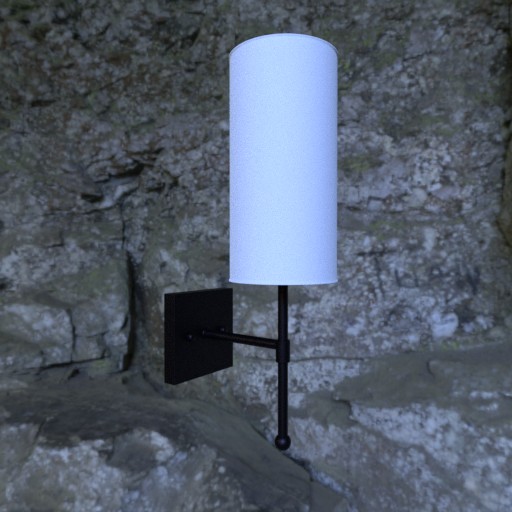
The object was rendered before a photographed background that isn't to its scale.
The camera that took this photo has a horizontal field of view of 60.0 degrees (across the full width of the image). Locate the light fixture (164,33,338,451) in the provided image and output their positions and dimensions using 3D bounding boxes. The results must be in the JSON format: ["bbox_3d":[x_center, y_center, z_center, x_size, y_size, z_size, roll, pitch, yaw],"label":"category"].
[{"bbox_3d":[0.000,0.000,0.549,0.208,0.462,0.128,1,1,37],"label":"light fixture"}]
